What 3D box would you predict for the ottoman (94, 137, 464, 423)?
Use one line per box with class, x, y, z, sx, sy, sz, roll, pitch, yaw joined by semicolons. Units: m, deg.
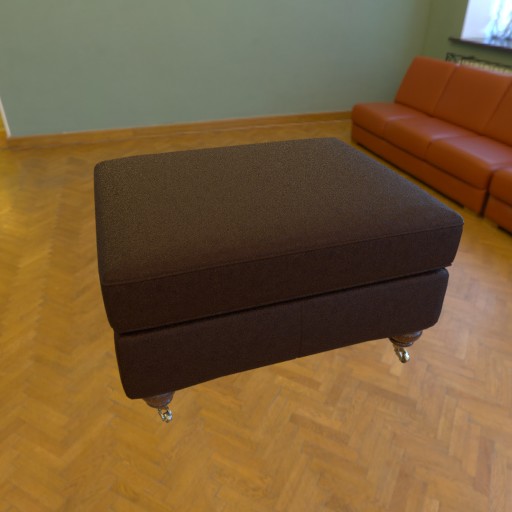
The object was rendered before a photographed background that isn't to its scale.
ottoman;0.000;0.000;1.859;1.187;0.730;0.967;-10;33;-15
